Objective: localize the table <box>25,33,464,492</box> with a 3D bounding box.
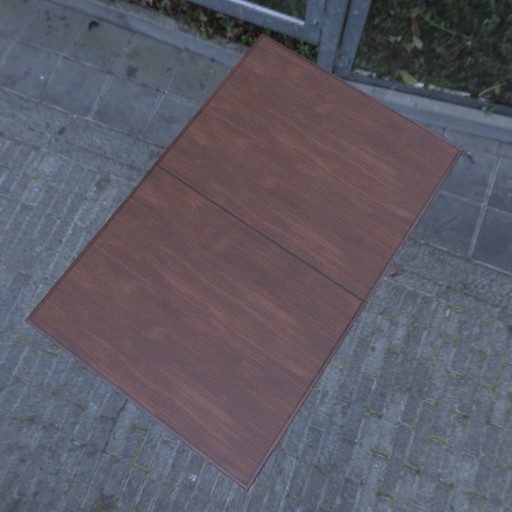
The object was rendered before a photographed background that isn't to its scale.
[{"bbox_3d":[0.000,0.000,2.060,0.990,0.761,1.524,34,78,9],"label":"table"}]
